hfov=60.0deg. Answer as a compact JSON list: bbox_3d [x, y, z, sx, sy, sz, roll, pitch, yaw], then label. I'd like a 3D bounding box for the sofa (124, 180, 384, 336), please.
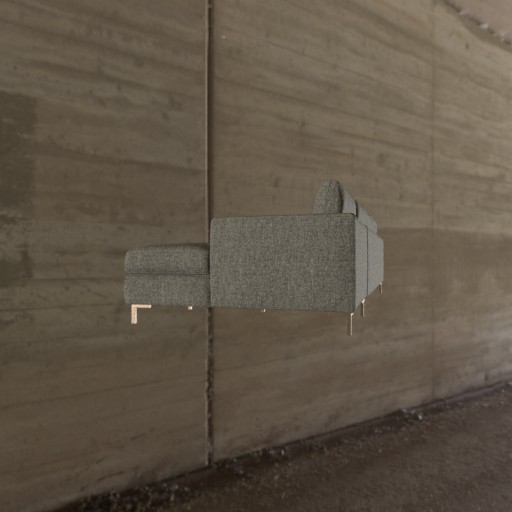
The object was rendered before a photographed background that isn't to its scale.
[{"bbox_3d":[0.000,0.000,3.607,1.879,0.756,2.737,0,0,19],"label":"sofa"}]
